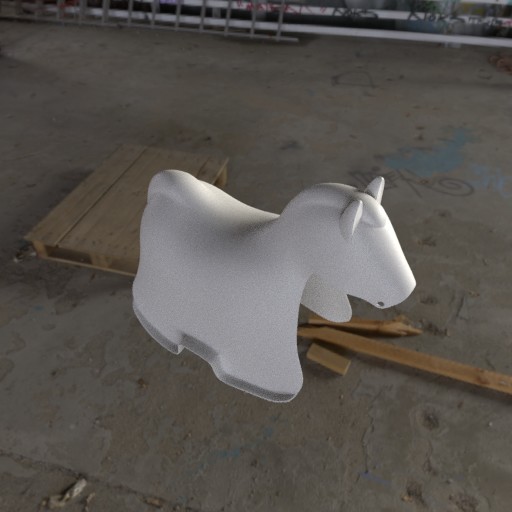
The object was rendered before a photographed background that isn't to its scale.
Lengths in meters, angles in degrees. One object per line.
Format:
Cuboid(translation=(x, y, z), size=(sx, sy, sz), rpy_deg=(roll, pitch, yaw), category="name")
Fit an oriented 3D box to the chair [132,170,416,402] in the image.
Cuboid(translation=(0.000, 0.000, 1.165), size=(0.800, 0.612, 0.429), rpy_deg=(25, 47, 26), category="chair")
